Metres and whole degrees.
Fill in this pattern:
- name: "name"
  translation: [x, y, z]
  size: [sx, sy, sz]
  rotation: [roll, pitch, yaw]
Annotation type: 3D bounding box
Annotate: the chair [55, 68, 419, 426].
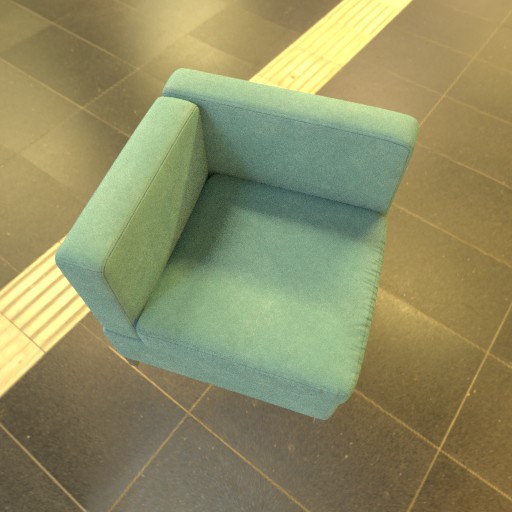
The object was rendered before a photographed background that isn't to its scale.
- name: "chair"
  translation: [0.000, 0.000, 1.249]
  size: [0.680, 0.660, 0.680]
  rotation: [15, 60, 9]
